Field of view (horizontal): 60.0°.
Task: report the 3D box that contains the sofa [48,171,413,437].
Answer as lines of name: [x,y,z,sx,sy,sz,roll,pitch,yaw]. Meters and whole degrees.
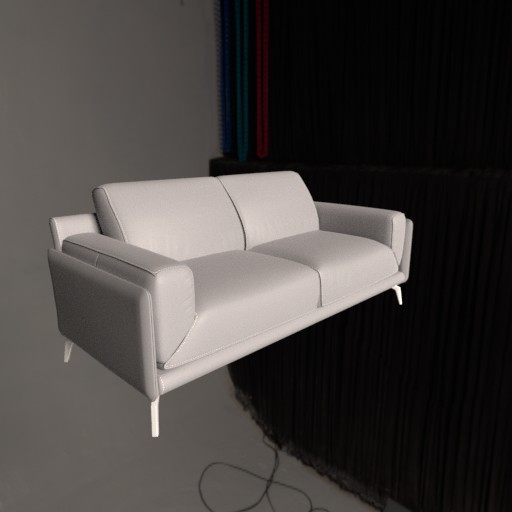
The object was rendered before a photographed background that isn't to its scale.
sofa: [0.000,0.000,2.615,0.969,0.900,2.100,14,20,42]
